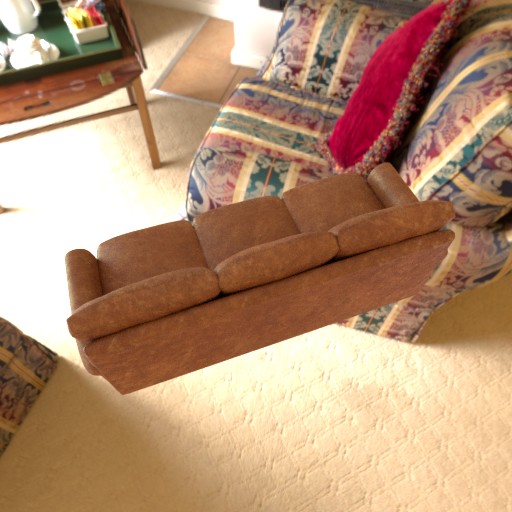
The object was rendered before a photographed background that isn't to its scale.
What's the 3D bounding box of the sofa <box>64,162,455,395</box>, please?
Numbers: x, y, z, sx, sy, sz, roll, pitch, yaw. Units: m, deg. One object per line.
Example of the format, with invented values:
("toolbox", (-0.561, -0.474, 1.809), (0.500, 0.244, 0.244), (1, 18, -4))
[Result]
("sofa", (0.000, 0.000, 2.914), (2.351, 0.977, 0.973), (-17, 59, -10))
